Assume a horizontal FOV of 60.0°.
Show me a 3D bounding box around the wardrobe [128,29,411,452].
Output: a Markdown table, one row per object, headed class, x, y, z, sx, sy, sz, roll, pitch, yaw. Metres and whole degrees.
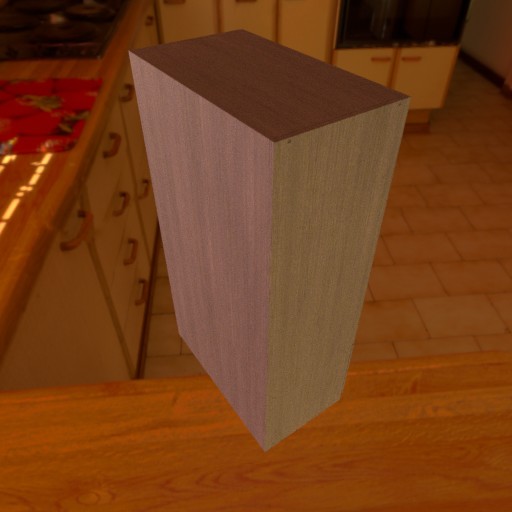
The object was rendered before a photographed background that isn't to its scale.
| class | x | y | z | sx | sy | sz | roll | pitch | yaw |
| --- | --- | --- | --- | --- | --- | --- | --- | --- | --- |
| wardrobe | 0.000 | 0.000 | 2.221 | 0.577 | 1.808 | 0.991 | -25 | 47 | -26 |
